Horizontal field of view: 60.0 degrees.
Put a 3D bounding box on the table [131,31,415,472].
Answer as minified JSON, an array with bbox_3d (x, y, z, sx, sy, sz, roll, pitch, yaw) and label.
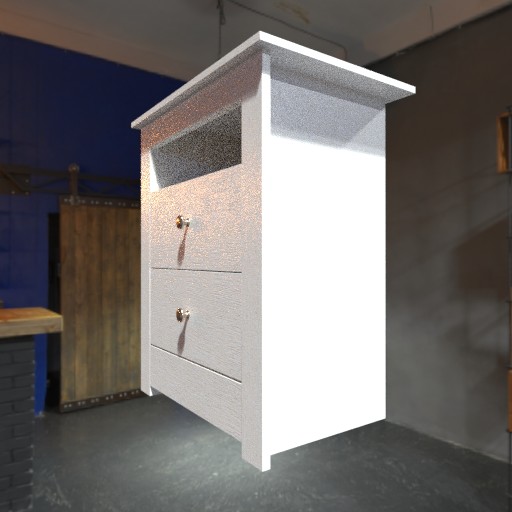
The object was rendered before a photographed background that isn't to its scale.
[{"bbox_3d":[0.000,0.000,1.057,0.406,0.711,0.589,0,0,-35],"label":"table"}]
